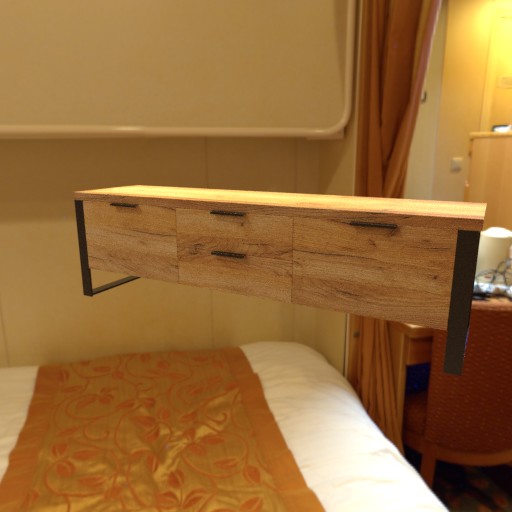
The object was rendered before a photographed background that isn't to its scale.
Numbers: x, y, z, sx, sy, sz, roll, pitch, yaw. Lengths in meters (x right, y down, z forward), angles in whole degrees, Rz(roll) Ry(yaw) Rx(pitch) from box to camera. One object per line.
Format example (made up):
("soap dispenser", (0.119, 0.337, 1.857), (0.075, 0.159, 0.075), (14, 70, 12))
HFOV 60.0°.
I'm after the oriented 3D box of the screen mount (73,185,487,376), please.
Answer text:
("screen mount", (0.000, 0.000, 1.701), (1.524, 0.450, 0.395), (7, 16, 27))
